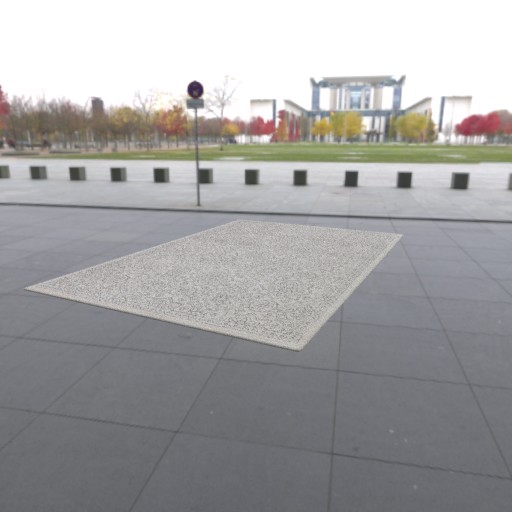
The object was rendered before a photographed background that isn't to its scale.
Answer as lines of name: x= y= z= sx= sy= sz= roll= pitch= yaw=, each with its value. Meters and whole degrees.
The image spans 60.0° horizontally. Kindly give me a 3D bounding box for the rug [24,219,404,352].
rug: x=0.000 y=0.000 z=2.926 sx=1.524 sy=0.011 sz=2.286 roll=7 pitch=16 yaw=26
